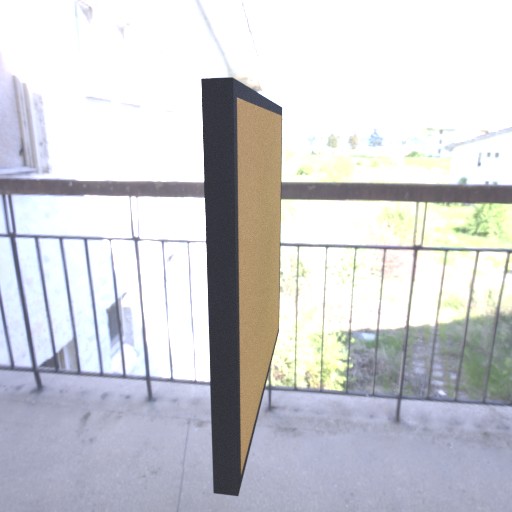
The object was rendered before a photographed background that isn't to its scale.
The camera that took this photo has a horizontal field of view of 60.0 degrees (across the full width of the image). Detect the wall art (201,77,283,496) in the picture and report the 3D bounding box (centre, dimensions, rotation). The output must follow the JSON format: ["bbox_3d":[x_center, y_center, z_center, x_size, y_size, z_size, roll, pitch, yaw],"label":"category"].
[{"bbox_3d":[0.000,0.000,0.752,0.033,0.507,0.508,2,16,9],"label":"wall art"}]
